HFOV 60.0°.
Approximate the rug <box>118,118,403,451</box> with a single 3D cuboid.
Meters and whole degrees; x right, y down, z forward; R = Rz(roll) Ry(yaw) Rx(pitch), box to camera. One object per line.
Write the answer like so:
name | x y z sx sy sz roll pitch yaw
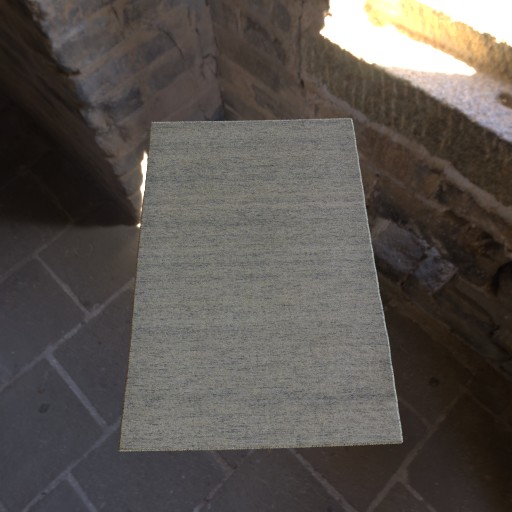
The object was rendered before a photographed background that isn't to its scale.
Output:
rug | 0.000 0.000 2.838 1.523 0.017 2.263 -1 64 -1
